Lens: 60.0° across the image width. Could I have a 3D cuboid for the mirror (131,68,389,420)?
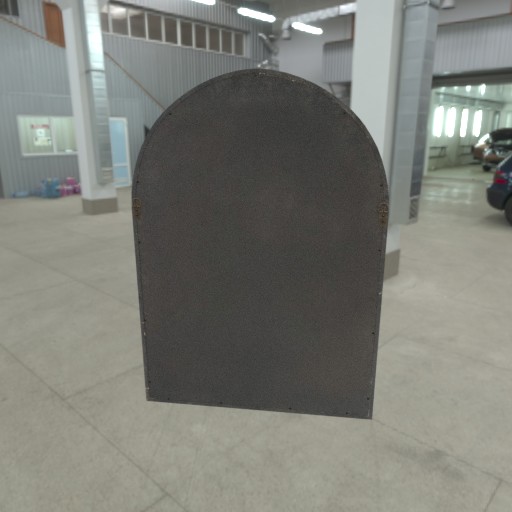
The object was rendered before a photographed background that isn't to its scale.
[{"bbox_3d":[0.000,0.000,1.175,0.660,0.920,0.032,2,16,8],"label":"mirror"}]
